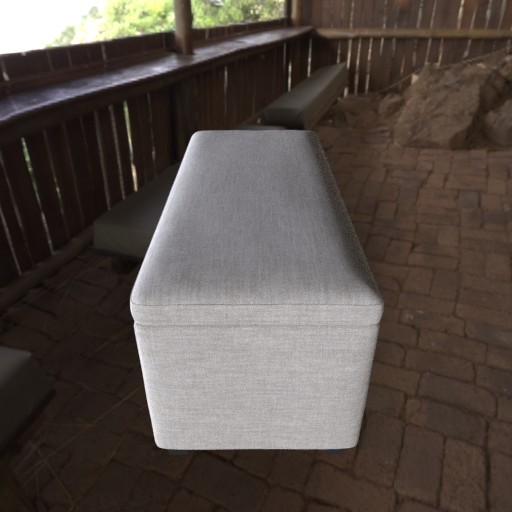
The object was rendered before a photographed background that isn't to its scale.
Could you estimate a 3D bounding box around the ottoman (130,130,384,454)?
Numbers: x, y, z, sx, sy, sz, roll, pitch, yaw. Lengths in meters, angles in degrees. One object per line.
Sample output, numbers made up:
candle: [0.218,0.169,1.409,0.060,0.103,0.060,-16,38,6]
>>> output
ottoman: [0.000,0.000,1.150,0.419,0.432,0.902,0,32,0]
